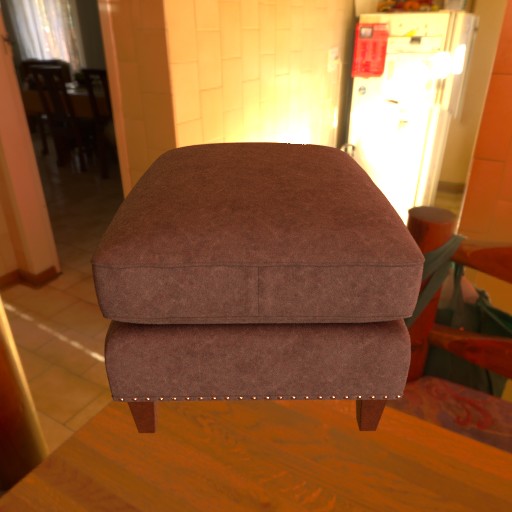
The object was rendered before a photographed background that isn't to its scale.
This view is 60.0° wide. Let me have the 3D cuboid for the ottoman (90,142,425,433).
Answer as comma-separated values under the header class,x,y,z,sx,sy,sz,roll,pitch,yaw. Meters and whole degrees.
class,x,y,z,sx,sy,sz,roll,pitch,yaw
ottoman,0.000,0.000,1.139,0.584,0.513,0.741,0,27,-1
